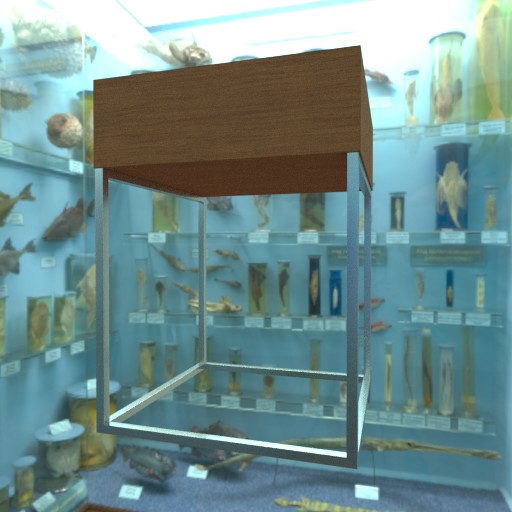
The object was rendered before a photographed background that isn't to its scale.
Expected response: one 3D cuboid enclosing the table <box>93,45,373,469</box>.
[{"bbox_3d":[0.000,0.000,0.810,0.397,0.540,0.398,0,1,17],"label":"table"}]
